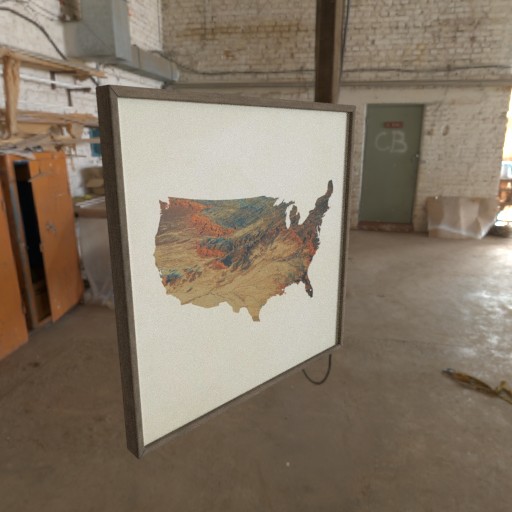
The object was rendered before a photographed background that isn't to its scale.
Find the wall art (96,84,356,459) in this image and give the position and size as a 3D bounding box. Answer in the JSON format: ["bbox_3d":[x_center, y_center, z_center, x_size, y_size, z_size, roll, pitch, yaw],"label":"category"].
[{"bbox_3d":[0.000,0.000,1.117,0.749,0.751,0.050,-14,21,-42],"label":"wall art"}]
